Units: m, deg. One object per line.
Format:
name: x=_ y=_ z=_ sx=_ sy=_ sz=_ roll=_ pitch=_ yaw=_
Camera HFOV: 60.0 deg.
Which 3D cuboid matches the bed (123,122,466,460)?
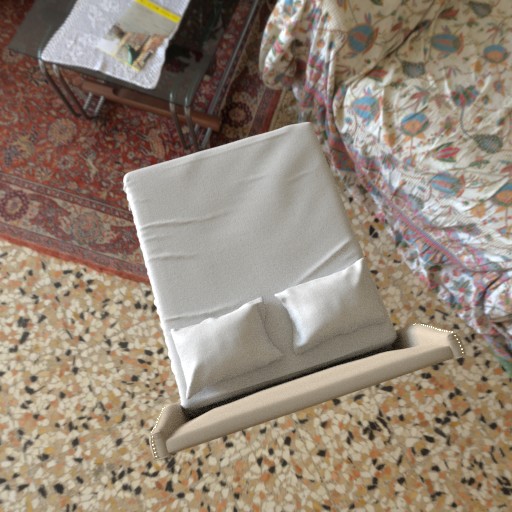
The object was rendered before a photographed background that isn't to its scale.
bed: x=0.000 y=0.000 z=3.438 sx=1.925 sy=1.332 sz=2.276 roll=-17 pitch=75 yaw=-5
